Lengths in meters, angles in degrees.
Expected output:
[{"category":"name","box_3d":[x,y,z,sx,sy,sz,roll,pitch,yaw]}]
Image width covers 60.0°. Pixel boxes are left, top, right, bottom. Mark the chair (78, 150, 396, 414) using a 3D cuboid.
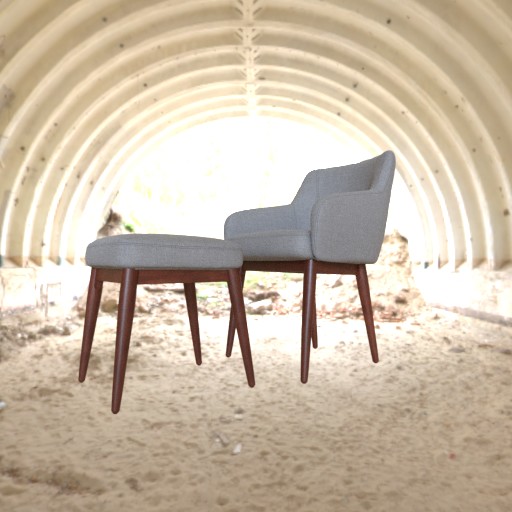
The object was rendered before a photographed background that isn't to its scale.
[{"category":"chair","box_3d":[0.000,0.000,1.559,1.107,0.799,0.584,1,-1,-34]}]
